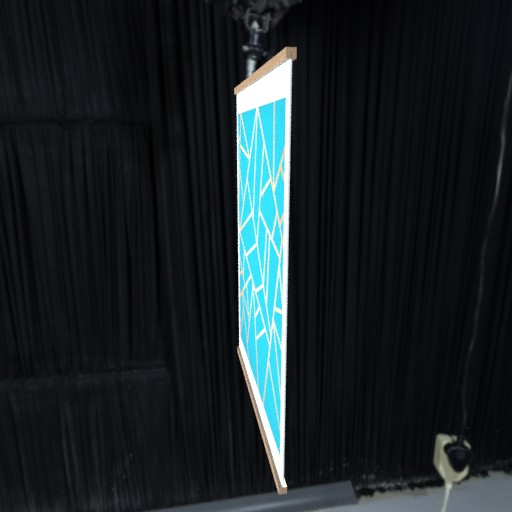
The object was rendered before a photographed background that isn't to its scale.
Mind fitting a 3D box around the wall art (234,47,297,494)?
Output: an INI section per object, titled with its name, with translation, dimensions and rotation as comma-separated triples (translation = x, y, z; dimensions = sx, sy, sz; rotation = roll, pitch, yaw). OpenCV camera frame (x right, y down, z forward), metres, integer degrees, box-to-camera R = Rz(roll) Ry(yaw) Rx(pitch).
[wall art]
translation = 0.000, 0.000, 0.795
dimensions = 0.012, 0.608, 0.459
rotation = -3, 15, -10
